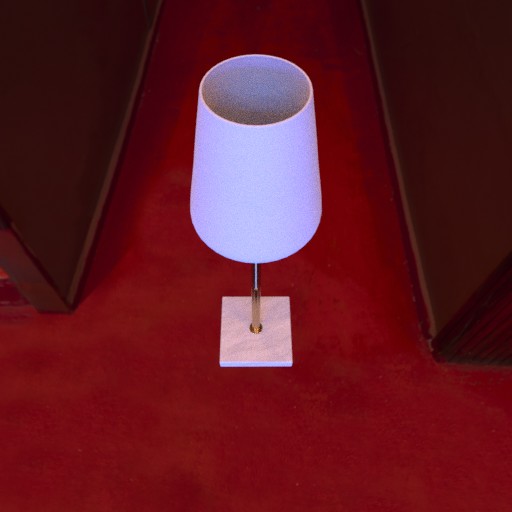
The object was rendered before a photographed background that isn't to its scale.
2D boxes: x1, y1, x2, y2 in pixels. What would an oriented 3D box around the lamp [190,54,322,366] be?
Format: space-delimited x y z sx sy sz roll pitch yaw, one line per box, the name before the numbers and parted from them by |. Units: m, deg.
lamp | 0.000 0.000 0.722 0.181 0.639 0.181 0 57 0
